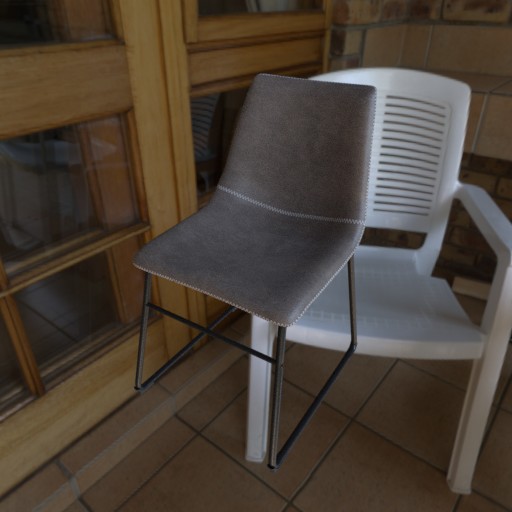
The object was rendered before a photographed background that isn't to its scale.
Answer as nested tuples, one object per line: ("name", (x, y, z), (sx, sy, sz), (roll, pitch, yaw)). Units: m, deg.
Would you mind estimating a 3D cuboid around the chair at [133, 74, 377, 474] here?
("chair", (0.000, 0.000, 1.129), (0.460, 0.780, 0.550), (18, 36, 28))
